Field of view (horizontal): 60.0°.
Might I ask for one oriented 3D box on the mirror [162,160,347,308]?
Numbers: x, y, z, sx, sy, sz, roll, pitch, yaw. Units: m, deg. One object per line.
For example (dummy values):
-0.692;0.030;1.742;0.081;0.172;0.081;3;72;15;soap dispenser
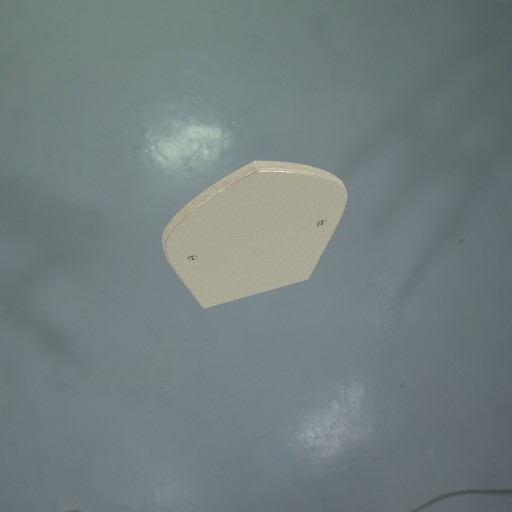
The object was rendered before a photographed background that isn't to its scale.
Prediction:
0.000;0.000;1.318;0.464;1.175;0.025;-15;75;-4;mirror
